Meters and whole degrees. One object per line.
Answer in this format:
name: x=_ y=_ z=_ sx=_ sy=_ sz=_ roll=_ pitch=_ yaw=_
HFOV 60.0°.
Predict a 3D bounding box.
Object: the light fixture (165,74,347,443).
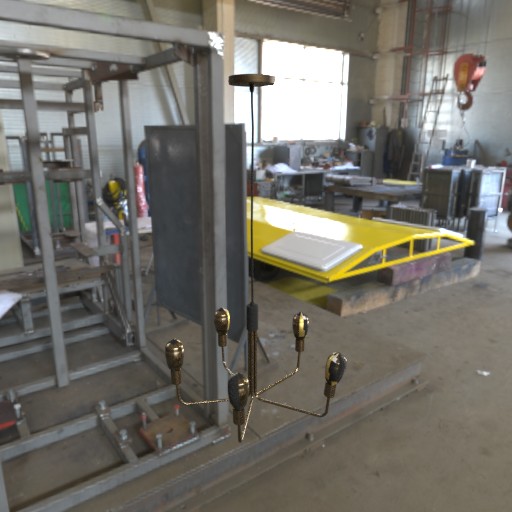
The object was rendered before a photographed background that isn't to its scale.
light fixture: x=0.000 y=0.000 z=1.395 sx=0.588 sy=1.059 sz=0.532 roll=2 pitch=15 yaw=8
